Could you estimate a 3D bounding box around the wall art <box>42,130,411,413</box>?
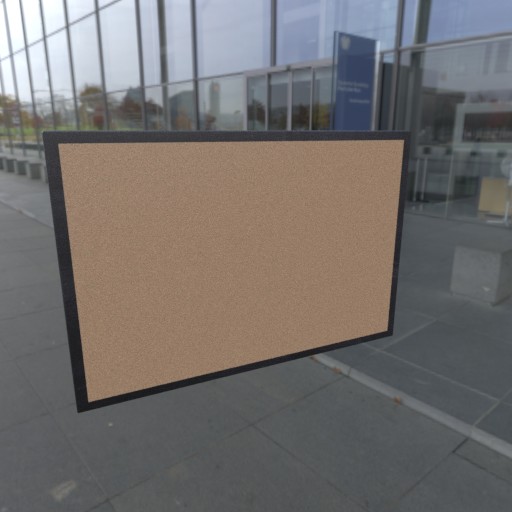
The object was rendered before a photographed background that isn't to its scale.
[{"bbox_3d":[0.000,0.000,0.751,0.610,0.409,0.038,-7,17,-25],"label":"wall art"}]
